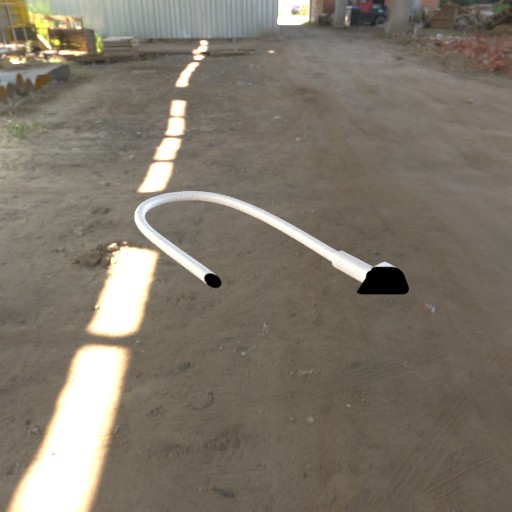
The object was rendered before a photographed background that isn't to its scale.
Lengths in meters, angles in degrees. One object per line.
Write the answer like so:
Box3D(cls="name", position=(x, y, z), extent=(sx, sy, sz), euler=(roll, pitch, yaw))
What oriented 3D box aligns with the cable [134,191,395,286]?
Box3D(cls="cable", position=(0.000, 0.000, 0.110), extent=(0.040, 0.006, 0.098), euler=(-20, 35, -32))
